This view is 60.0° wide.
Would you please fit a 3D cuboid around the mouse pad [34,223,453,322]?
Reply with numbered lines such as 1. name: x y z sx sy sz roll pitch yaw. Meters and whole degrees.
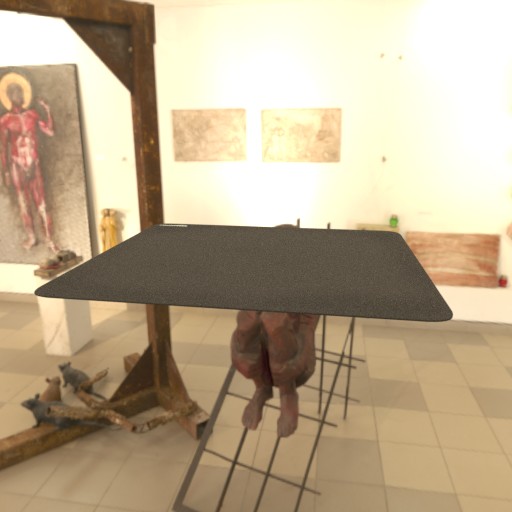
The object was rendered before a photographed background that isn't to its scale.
1. mouse pad: 0.000 0.000 0.637 0.451 0.002 0.393 3 16 9
